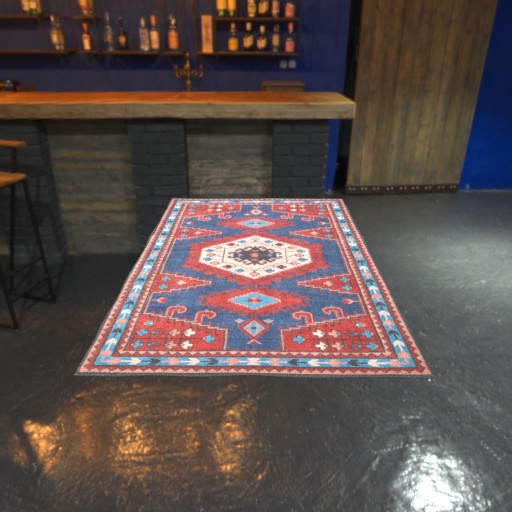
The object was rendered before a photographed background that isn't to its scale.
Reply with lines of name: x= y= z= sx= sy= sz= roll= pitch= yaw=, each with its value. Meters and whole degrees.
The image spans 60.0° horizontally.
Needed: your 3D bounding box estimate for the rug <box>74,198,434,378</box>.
rug: x=0.000 y=0.000 z=2.289 sx=1.207 sy=0.012 sz=1.820 roll=0 pitch=26 yaw=0
